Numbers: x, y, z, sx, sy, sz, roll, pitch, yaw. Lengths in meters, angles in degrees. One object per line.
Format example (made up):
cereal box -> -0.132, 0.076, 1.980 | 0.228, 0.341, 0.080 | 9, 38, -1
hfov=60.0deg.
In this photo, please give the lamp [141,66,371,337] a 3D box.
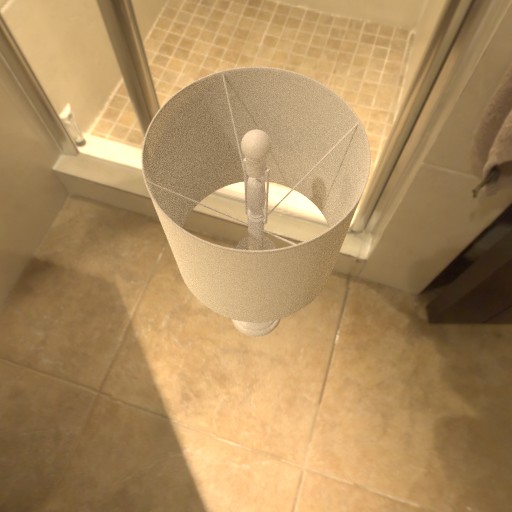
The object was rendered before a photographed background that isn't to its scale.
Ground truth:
lamp -> 0.000, 0.000, 0.736 | 0.250, 0.597, 0.250 | -17, 66, -8
